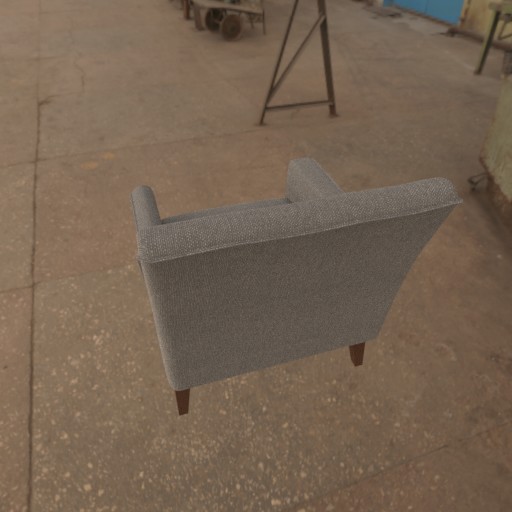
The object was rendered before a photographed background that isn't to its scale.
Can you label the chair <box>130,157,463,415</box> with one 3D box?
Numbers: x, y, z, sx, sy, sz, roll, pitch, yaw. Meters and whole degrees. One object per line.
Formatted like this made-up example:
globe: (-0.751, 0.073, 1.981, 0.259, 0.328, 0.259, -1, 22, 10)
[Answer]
chair: (0.000, 0.000, 1.565, 0.780, 0.919, 0.899, -11, 41, -14)
